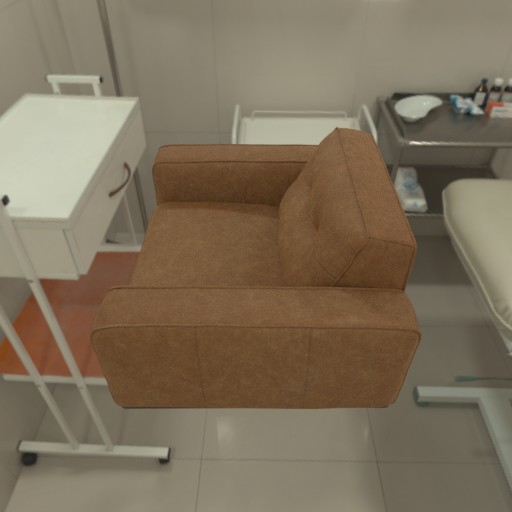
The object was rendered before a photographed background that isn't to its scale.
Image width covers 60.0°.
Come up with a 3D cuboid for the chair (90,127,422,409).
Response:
[{"bbox_3d":[0.000,0.000,1.743,0.952,0.782,1.118,1,41,1],"label":"chair"}]
